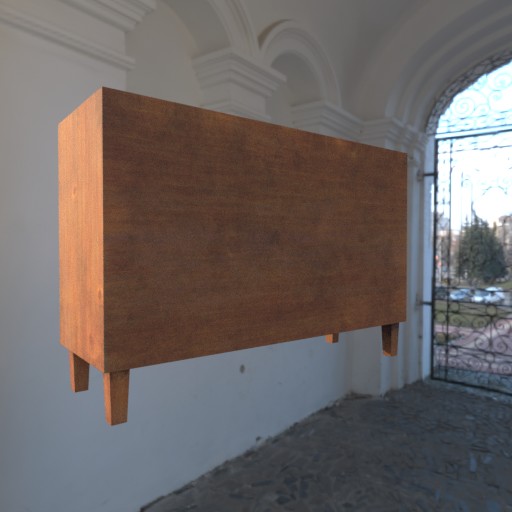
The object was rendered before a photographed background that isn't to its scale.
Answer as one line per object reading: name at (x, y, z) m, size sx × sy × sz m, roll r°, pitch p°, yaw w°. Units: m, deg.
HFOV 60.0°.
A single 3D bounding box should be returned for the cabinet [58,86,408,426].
cabinet at (0.000, 0.000, 1.557) m, size 1.204 × 0.805 × 0.403 m, roll -1°, pitch 1°, yaw -37°
